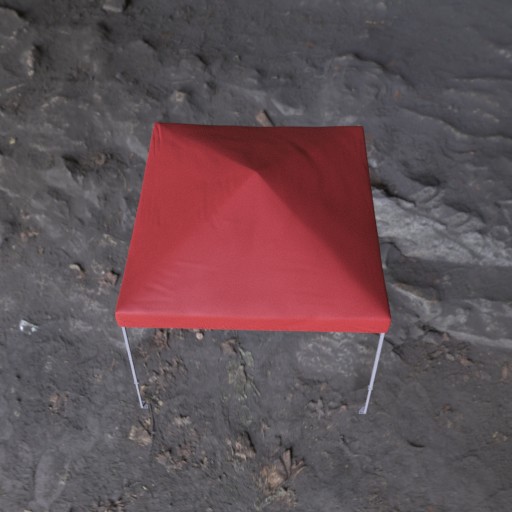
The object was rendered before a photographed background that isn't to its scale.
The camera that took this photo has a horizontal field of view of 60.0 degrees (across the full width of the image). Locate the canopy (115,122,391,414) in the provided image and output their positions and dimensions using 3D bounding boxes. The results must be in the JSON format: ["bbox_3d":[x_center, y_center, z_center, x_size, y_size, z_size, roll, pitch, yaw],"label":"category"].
[{"bbox_3d":[0.000,0.000,5.135,2.848,2.849,2.849,1,58,1],"label":"canopy"}]
